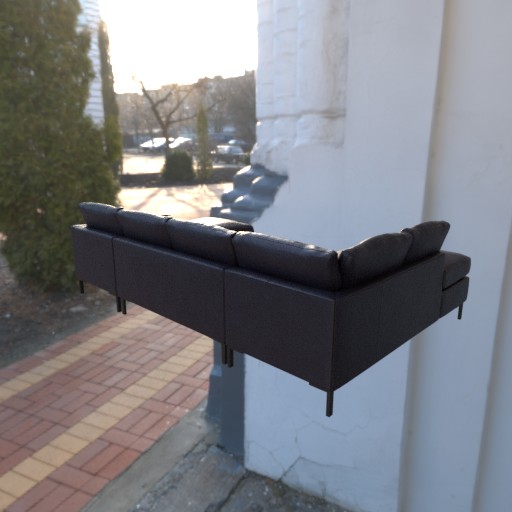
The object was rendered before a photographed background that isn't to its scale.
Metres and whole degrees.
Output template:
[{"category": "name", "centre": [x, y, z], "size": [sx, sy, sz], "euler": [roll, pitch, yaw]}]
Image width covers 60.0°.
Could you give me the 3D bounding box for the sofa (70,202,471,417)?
[{"category": "sofa", "centre": [0.000, 0.000, 3.856], "size": [2.956, 0.900, 1.939], "euler": [13, 20, 42]}]
